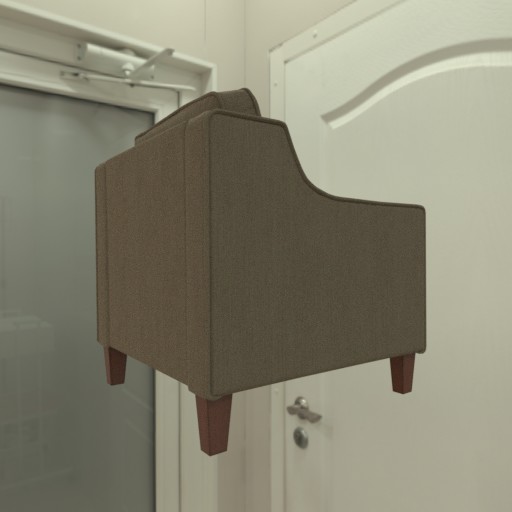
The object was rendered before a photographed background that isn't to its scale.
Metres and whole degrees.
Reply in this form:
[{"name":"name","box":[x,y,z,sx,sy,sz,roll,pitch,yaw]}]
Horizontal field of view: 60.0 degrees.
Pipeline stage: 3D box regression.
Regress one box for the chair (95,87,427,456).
[{"name":"chair","box":[0.000,0.000,1.618,0.909,0.960,0.831,0,1,-37]}]
